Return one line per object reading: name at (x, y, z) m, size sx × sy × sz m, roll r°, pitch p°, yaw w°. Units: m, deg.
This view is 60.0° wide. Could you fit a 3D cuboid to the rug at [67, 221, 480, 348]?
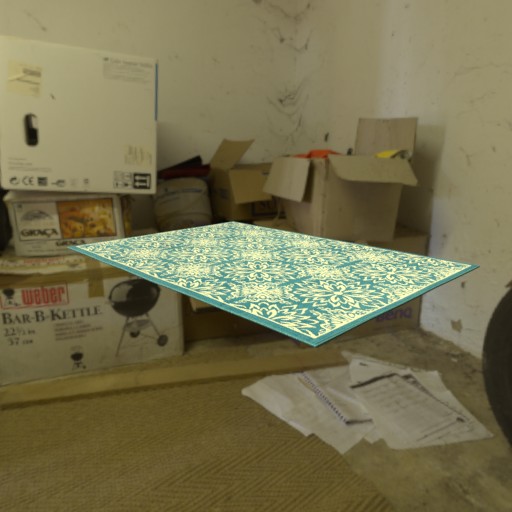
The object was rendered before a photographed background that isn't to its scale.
rug at (0.000, 0.000, 2.861) m, size 1.554 × 0.012 × 2.205 m, roll -13°, pitch 19°, yaw -43°
